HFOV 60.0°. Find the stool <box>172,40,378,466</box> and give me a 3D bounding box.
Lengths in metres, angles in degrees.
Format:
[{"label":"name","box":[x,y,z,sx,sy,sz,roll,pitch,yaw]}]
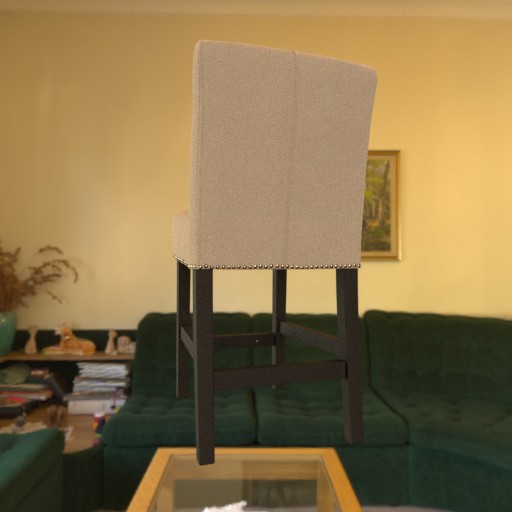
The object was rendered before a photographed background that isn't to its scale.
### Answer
[{"label":"stool","box":[0.000,0.000,1.198,0.427,0.885,0.571,0,-1,-18]}]
